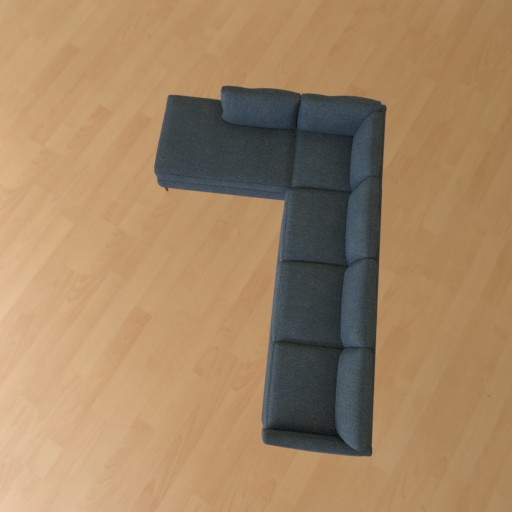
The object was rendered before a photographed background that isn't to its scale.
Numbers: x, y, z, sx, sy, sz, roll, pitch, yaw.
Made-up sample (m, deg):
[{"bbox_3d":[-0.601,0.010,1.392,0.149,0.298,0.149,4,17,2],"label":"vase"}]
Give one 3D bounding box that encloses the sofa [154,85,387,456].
[{"bbox_3d":[0.000,0.000,3.761,2.007,0.815,2.949,6,76,2],"label":"sofa"}]
